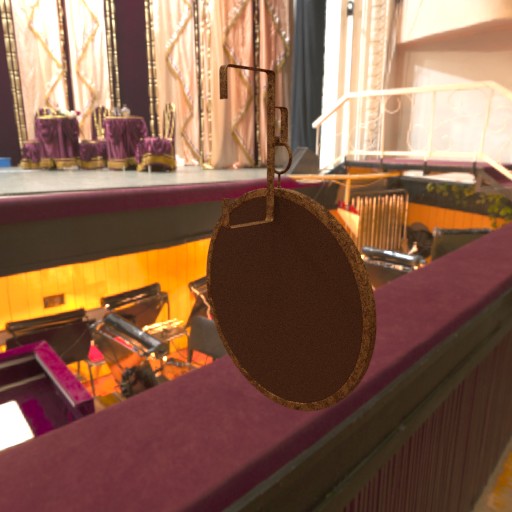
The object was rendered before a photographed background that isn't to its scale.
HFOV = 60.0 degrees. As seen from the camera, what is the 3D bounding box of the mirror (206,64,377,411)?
[{"bbox_3d":[0.000,0.000,0.827,0.144,0.651,0.447,-13,19,-41],"label":"mirror"}]
